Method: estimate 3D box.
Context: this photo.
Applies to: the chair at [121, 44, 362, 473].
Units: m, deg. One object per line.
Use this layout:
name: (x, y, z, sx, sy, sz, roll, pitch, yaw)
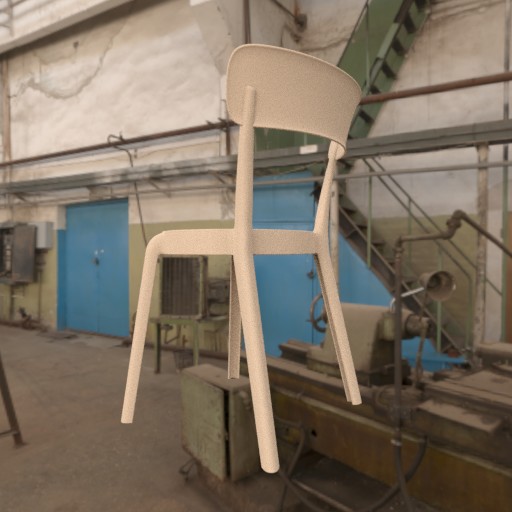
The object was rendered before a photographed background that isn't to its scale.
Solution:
chair: (0.000, 0.000, 1.098, 0.491, 0.790, 0.506, 1, 1, 34)
